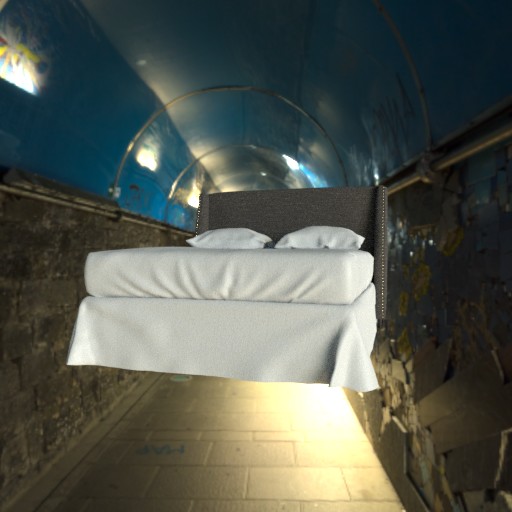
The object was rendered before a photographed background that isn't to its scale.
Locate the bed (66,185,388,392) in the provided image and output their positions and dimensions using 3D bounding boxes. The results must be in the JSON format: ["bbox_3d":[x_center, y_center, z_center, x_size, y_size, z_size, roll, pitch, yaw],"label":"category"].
[{"bbox_3d":[0.000,0.000,3.451,1.925,1.332,2.276,0,1,18],"label":"bed"}]
